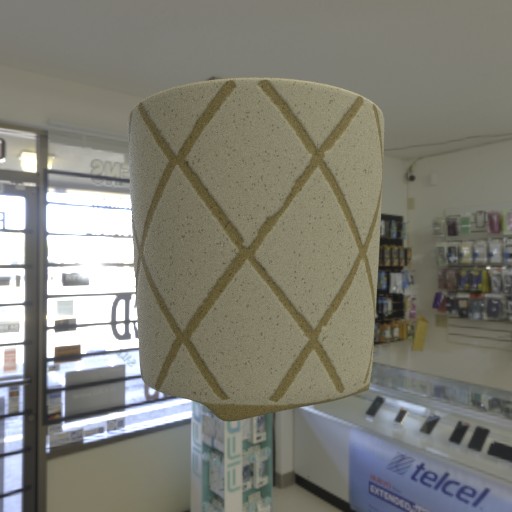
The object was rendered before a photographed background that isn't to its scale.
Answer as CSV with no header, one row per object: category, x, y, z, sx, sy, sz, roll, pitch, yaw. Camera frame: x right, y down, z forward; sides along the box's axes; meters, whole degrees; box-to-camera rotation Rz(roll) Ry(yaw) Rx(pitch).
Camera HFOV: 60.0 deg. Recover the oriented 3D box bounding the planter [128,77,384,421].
planter,0.000,0.000,0.407,0.228,0.235,0.228,0,-1,0
